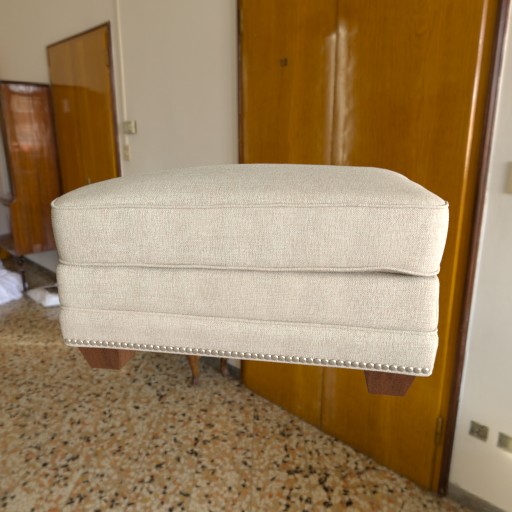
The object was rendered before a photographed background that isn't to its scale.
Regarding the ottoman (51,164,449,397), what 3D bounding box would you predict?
[{"bbox_3d":[0.000,0.000,1.134,0.813,0.458,0.559,3,15,10],"label":"ottoman"}]
